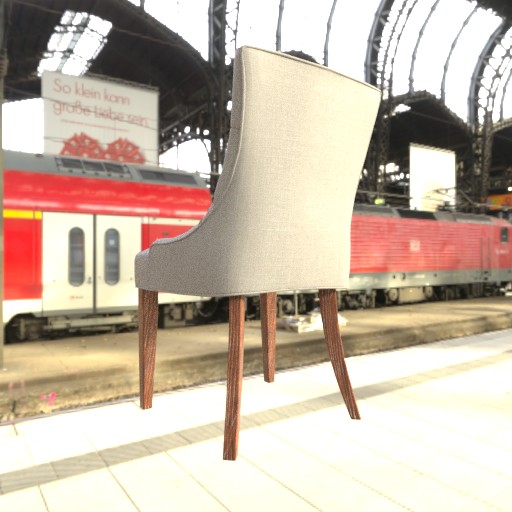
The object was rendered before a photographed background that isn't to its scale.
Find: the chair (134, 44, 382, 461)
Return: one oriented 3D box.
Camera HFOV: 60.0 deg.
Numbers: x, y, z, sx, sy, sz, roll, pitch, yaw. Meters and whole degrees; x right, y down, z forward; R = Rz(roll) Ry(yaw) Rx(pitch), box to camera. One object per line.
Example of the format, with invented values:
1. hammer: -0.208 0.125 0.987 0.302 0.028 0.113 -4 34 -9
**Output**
1. chair: 0.000 0.000 1.221 0.509 0.874 0.565 0 0 -36
